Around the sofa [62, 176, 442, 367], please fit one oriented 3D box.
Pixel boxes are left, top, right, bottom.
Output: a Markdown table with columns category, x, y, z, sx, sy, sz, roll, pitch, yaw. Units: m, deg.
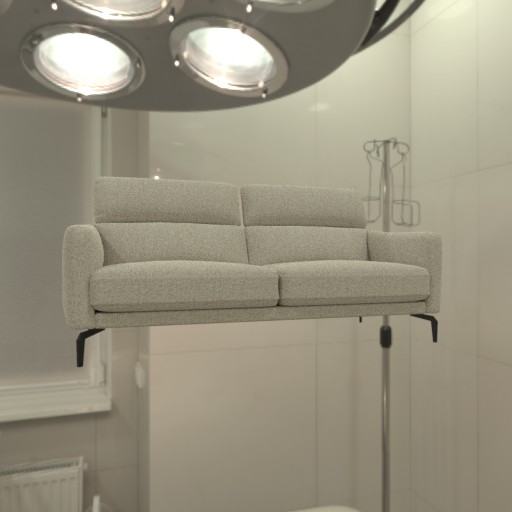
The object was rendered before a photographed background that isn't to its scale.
| category | x | y | z | sx | sy | sz | roll | pitch | yaw |
| --- | --- | --- | --- | --- | --- | --- | --- | --- | --- |
| sofa | 0.000 | 0.000 | 2.556 | 2.015 | 0.956 | 0.856 | 0 | 0 | -17 |
